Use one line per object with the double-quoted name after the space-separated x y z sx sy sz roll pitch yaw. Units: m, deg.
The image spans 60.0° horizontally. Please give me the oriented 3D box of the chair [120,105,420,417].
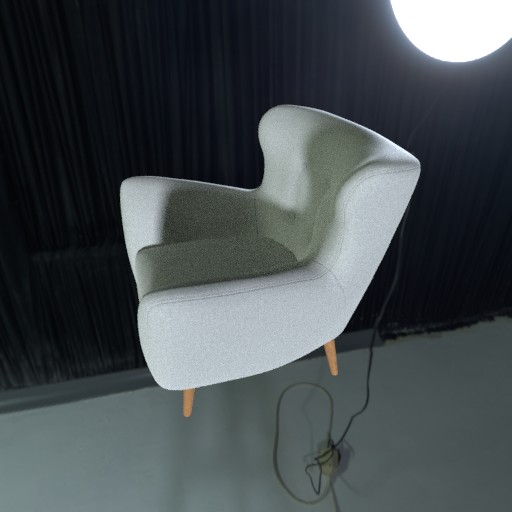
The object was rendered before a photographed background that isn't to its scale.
0.000 0.000 1.613 0.889 0.889 0.890 -9 32 -15 "chair"
